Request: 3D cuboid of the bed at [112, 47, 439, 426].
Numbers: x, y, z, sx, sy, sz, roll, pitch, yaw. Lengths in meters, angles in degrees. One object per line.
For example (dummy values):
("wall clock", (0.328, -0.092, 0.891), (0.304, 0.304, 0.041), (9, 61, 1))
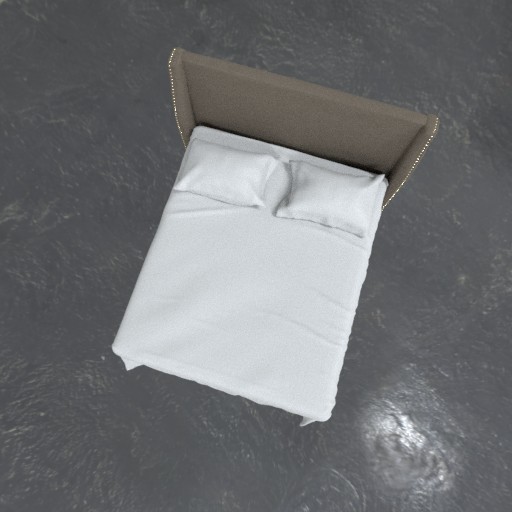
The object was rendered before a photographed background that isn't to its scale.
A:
("bed", (0.000, 0.000, 3.399), (1.925, 1.332, 2.276), (16, 76, 4))
